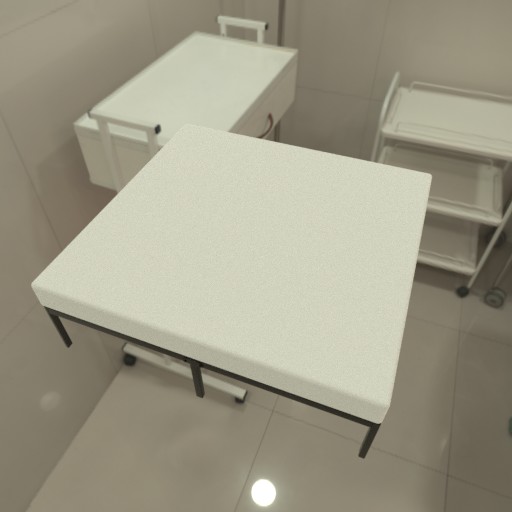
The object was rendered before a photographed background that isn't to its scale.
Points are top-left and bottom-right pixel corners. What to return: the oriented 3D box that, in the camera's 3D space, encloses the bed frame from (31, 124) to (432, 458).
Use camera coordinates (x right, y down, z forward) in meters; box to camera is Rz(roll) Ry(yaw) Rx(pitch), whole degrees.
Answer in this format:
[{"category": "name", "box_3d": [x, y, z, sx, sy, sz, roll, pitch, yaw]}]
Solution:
[{"category": "bed frame", "box_3d": [0.000, 0.000, 3.159, 2.079, 0.659, 1.963, 16, 48, 14]}]
